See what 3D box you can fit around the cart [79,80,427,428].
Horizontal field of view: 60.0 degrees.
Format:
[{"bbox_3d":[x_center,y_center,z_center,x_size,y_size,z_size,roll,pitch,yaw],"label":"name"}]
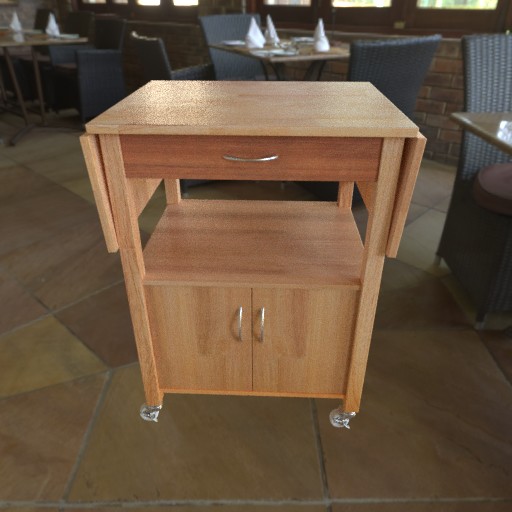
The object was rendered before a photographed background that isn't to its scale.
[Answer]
[{"bbox_3d":[0.000,0.000,1.231,0.640,0.838,0.508,1,30,2],"label":"cart"}]
